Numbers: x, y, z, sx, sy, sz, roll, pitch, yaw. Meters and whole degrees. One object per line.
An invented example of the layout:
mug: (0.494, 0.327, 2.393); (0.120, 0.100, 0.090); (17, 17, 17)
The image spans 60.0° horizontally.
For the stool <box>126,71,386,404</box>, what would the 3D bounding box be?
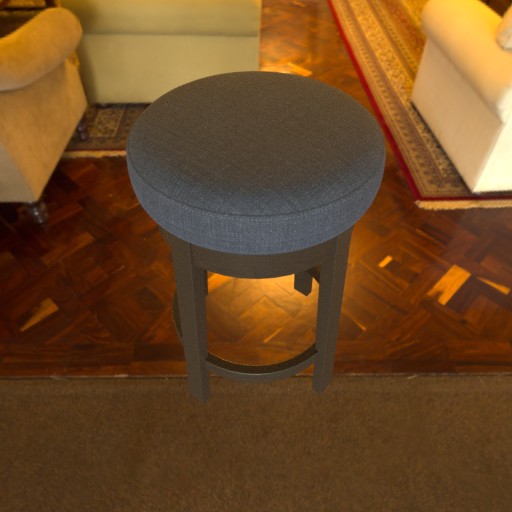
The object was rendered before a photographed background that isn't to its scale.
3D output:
stool: (0.000, 0.000, 0.950); (0.449, 0.655, 0.449); (0, 47, 0)
